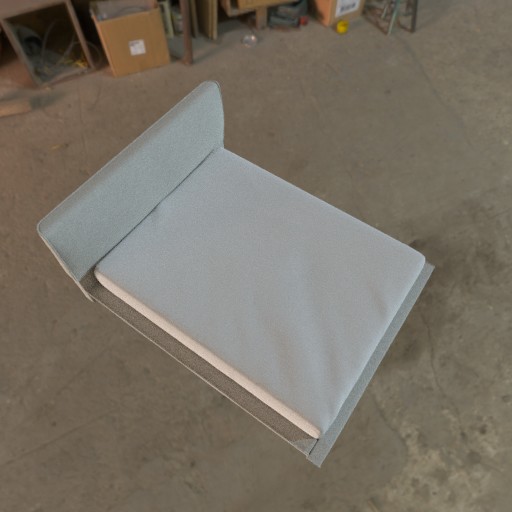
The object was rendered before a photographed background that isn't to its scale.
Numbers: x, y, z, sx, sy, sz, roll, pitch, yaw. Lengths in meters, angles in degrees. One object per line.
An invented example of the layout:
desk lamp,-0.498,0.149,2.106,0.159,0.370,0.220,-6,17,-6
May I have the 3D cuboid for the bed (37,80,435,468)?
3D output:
bed,0.000,0.000,3.591,2.498,1.126,1.980,31,64,17
